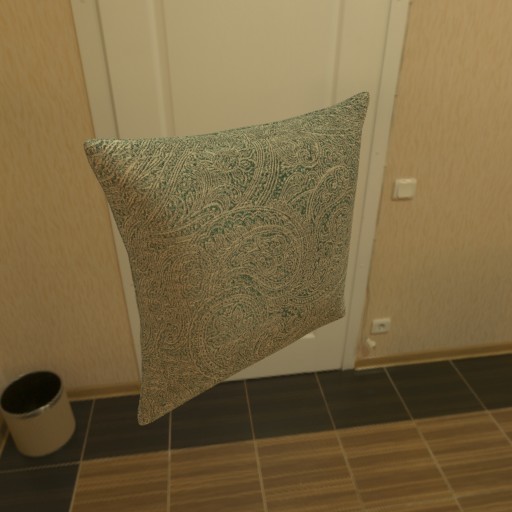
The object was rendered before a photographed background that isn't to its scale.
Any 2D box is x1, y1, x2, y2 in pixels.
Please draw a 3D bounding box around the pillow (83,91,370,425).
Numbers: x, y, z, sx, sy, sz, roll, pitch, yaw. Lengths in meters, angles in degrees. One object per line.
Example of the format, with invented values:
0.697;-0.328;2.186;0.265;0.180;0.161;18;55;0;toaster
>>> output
0.000;0.000;0.798;0.526;0.507;0.166;-21;36;-32;pillow
